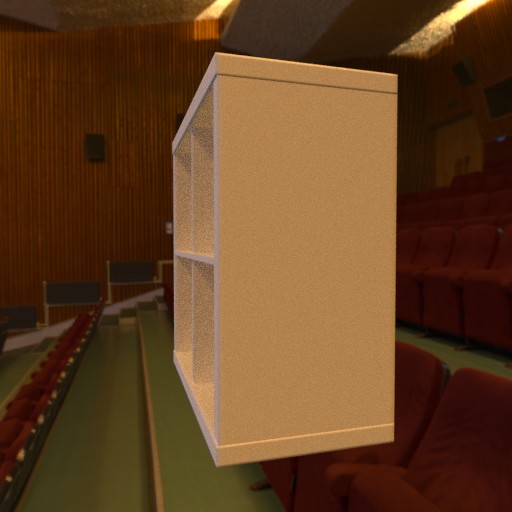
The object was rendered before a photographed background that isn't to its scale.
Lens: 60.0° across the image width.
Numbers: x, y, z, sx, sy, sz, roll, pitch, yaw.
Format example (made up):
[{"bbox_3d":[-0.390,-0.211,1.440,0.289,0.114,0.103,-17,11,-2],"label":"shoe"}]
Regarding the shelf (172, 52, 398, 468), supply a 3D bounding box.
[{"bbox_3d":[0.000,0.000,1.271,0.390,0.786,0.790,-1,2,-16],"label":"shelf"}]
